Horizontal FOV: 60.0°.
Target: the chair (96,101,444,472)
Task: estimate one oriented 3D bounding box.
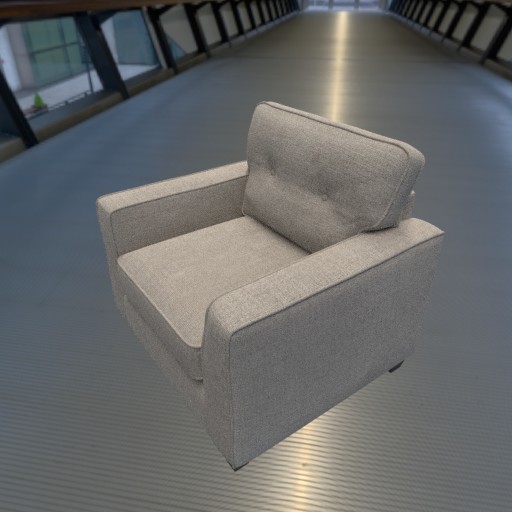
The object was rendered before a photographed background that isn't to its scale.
[{"bbox_3d":[0.000,0.000,1.736,0.939,0.965,1.015,-21,38,-30],"label":"chair"}]
